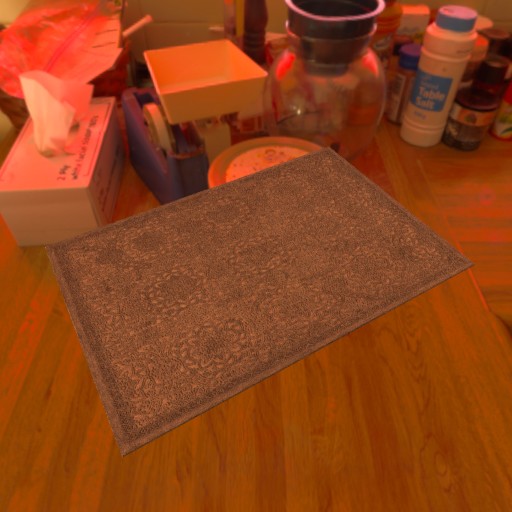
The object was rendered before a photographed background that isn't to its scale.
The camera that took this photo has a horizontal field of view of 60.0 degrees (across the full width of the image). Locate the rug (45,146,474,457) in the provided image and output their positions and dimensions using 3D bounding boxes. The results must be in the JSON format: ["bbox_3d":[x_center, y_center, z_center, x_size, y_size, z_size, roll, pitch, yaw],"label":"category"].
[{"bbox_3d":[0.000,0.000,2.253,1.819,0.012,1.208,-23,51,-20],"label":"rug"}]
